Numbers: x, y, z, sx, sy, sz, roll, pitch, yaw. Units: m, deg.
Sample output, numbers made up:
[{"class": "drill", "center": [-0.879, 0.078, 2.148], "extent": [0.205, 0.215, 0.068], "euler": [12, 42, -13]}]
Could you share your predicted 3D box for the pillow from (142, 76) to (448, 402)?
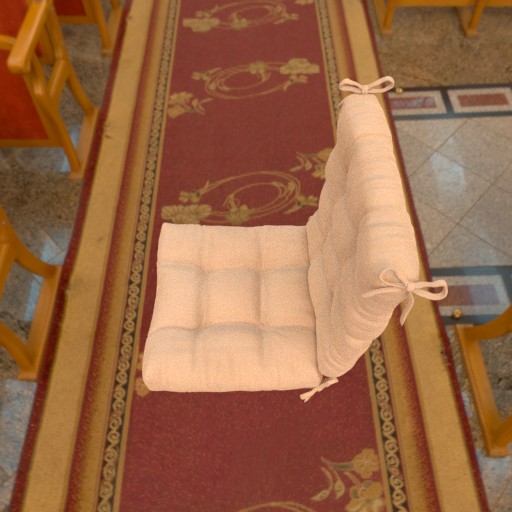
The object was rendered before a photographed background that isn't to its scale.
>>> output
[{"class": "pillow", "center": [0.000, 0.000, 1.012], "extent": [0.571, 0.605, 0.519], "euler": [0, 58, 0]}]
